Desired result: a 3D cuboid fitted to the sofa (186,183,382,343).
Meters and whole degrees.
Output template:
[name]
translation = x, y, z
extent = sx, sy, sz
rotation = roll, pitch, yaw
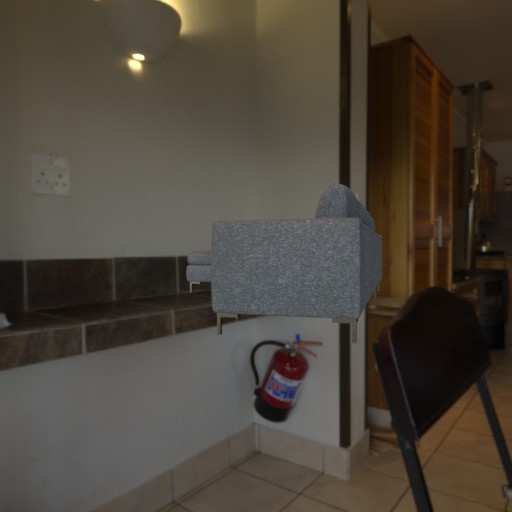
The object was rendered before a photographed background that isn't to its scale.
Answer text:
[sofa]
translation = 0.000, 0.000, 3.839
extent = 2.007, 0.815, 2.949
rotation = 0, 1, 18
